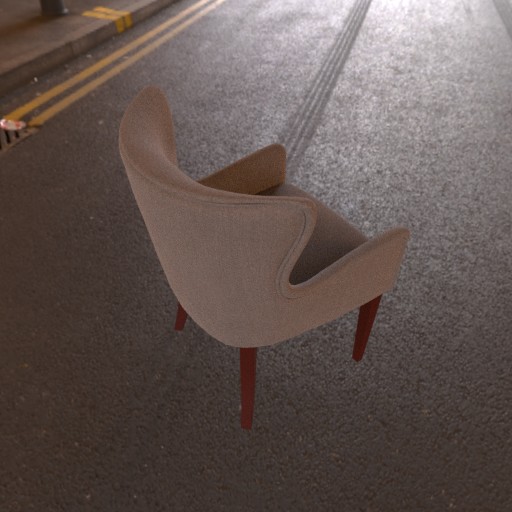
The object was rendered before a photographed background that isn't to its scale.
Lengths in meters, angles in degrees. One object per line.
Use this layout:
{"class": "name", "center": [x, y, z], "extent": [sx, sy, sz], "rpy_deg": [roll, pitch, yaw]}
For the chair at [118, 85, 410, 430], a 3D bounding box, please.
{"class": "chair", "center": [0.000, 0.000, 1.437], "extent": [0.677, 0.948, 0.732], "rpy_deg": [-24, 47, -25]}
